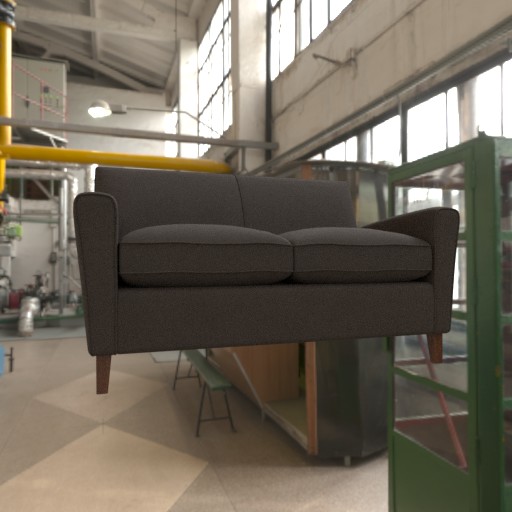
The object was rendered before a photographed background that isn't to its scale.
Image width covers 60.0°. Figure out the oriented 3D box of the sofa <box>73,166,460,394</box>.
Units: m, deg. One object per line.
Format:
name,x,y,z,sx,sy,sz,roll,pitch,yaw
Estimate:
sofa,0.000,0.000,1.932,1.420,0.846,0.871,0,0,-18
